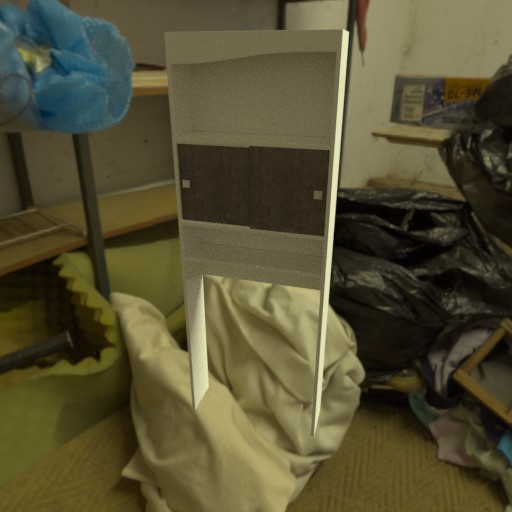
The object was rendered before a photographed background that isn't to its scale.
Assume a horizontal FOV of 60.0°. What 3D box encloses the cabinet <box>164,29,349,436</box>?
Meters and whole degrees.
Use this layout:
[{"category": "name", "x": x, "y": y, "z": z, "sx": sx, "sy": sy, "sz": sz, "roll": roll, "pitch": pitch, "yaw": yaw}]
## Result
[{"category": "cabinet", "x": 0.000, "y": 0.000, "z": 1.960, "sx": 0.643, "sy": 1.770, "sz": 0.192, "roll": 7, "pitch": 25, "yaw": 15}]
